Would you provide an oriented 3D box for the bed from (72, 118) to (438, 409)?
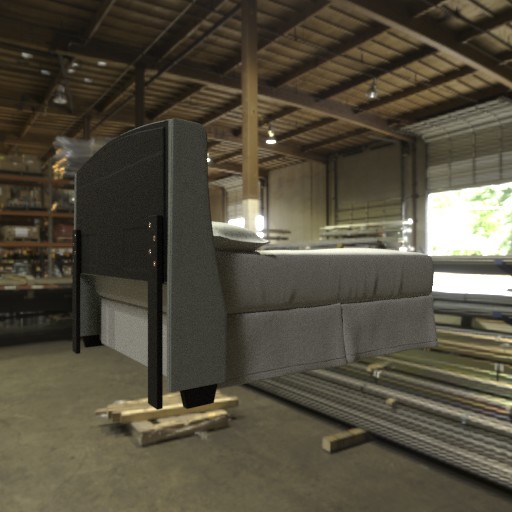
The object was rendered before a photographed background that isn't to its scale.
[{"bbox_3d":[0.000,0.000,3.309,2.237,1.407,1.710,0,0,-36],"label":"bed"}]
